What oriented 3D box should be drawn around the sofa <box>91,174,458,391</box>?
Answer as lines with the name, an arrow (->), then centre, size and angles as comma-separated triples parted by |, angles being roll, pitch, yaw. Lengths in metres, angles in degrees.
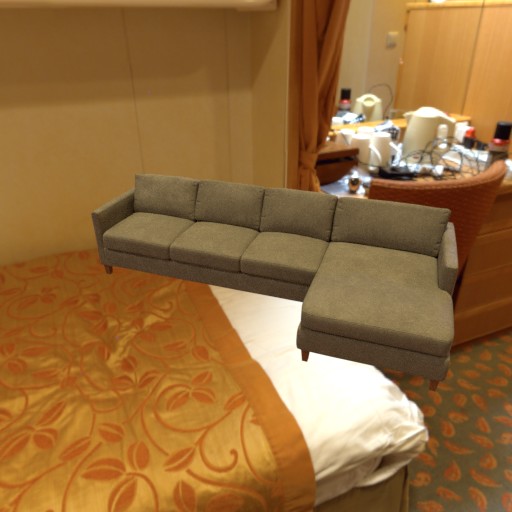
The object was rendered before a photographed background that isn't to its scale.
sofa -> 0.000, 0.000, 4.167 | 3.471, 0.950, 1.604 | 9, 29, 17
